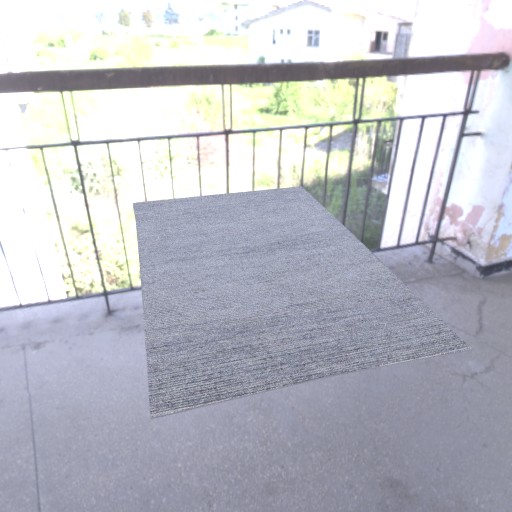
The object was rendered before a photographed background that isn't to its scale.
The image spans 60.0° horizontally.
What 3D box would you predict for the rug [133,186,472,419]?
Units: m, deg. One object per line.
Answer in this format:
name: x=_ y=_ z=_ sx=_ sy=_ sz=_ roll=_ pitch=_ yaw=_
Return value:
rug: x=0.000 y=0.000 z=2.233 sx=1.159 sy=0.021 sz=1.789 roll=-8 pitch=30 yaw=-13
